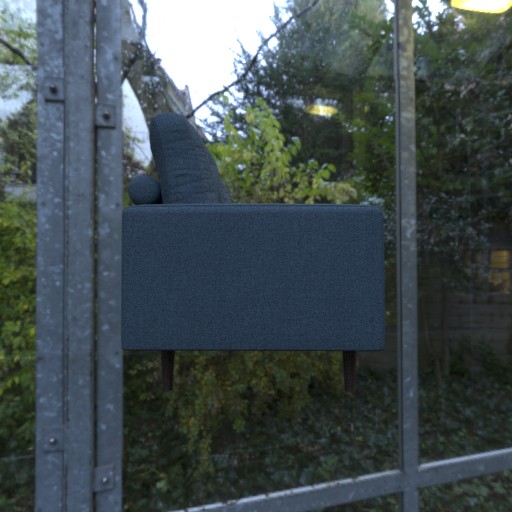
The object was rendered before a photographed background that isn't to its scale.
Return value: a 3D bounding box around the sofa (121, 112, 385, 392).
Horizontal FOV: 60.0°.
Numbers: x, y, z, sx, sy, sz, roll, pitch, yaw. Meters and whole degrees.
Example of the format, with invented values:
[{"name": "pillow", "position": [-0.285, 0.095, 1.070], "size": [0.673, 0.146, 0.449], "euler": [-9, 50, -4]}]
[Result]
[{"name": "sofa", "position": [0.000, 0.000, 2.003], "size": [0.842, 0.907, 1.407], "euler": [0, -2, 1]}]
